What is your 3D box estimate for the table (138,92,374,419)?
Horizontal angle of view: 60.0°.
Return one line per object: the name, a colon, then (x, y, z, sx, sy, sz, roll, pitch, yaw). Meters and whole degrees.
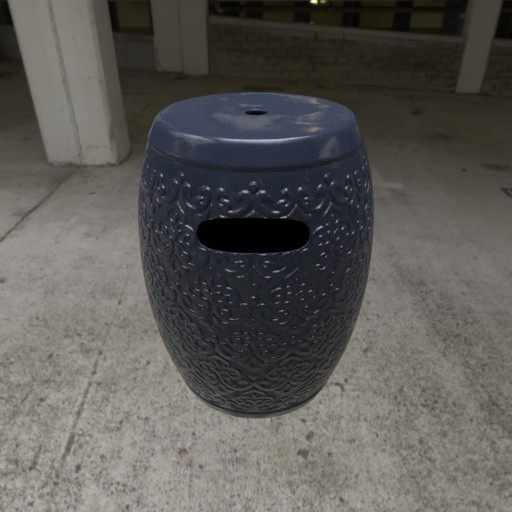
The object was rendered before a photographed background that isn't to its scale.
table: (0.000, 0.000, 0.620, 0.309, 0.397, 0.309, 0, 31, 0)
